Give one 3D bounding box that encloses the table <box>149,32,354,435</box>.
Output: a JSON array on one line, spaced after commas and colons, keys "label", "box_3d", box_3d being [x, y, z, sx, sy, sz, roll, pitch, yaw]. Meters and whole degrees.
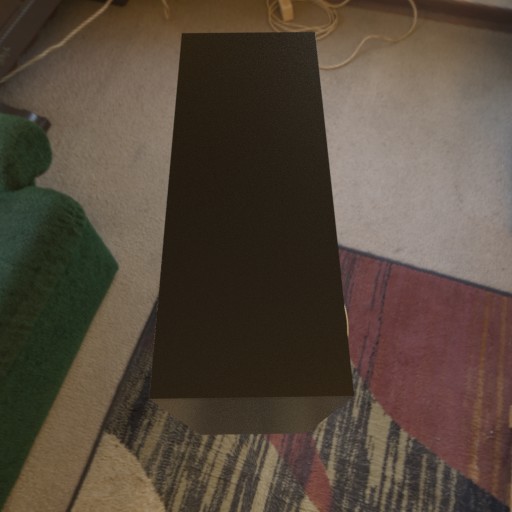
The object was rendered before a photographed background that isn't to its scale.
[{"label": "table", "box_3d": [0.000, 0.000, 1.322, 0.380, 0.790, 0.930, -1, 64, 0]}]
